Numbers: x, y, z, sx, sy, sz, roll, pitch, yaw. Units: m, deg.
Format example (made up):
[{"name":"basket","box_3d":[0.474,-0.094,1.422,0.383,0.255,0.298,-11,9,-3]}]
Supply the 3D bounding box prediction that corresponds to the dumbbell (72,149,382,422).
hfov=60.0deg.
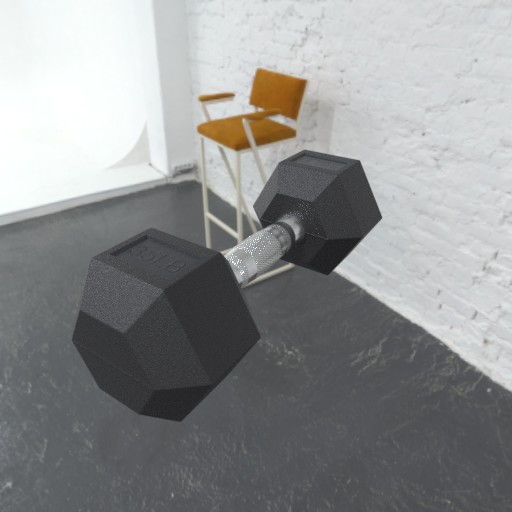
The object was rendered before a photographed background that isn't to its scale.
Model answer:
[{"name":"dumbbell","box_3d":[0.000,0.000,0.433,0.141,0.123,0.356,19,36,29]}]
